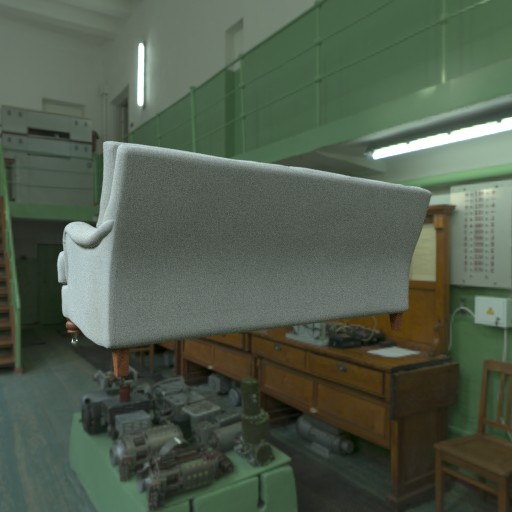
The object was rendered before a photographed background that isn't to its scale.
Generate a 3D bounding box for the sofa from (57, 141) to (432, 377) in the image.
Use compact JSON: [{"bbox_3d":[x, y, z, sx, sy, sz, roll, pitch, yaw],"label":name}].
[{"bbox_3d":[0.000,0.000,2.665,2.070,0.997,1.091,0,0,-36],"label":"sofa"}]
